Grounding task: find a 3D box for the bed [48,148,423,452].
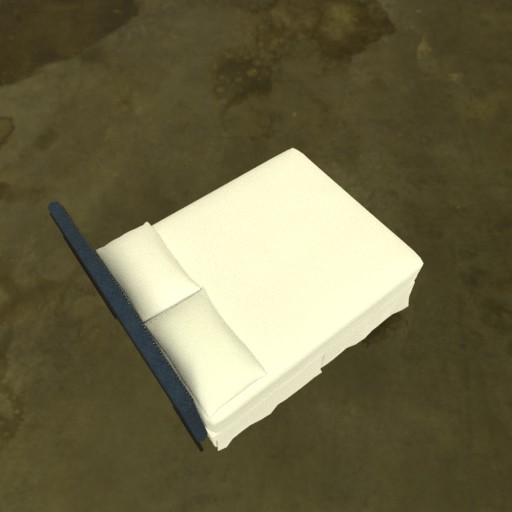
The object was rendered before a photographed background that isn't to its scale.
[{"bbox_3d":[0.000,0.000,3.312,2.153,1.518,1.713,-33,63,-19],"label":"bed"}]
